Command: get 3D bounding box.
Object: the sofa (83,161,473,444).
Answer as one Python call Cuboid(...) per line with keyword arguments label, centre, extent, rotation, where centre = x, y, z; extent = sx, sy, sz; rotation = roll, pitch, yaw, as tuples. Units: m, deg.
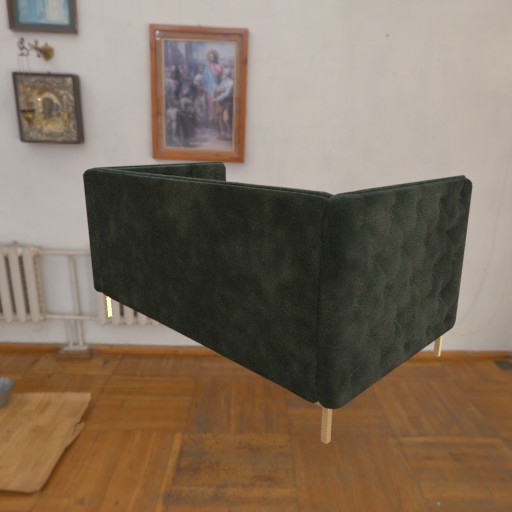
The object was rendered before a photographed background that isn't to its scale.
Cuboid(label="sofa", centre=(0.000, 0.000, 2.016), extent=(0.895, 0.768, 1.537), rotation=(-14, 21, -43))
